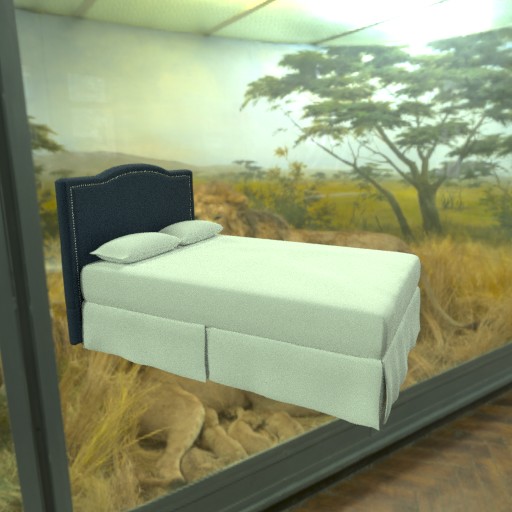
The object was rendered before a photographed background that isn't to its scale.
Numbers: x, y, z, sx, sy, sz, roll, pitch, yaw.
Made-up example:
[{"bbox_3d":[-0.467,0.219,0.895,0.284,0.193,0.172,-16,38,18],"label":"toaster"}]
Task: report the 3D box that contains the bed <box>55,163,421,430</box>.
[{"bbox_3d":[0.000,0.000,3.613,2.507,1.441,1.741,7,15,25],"label":"bed"}]
